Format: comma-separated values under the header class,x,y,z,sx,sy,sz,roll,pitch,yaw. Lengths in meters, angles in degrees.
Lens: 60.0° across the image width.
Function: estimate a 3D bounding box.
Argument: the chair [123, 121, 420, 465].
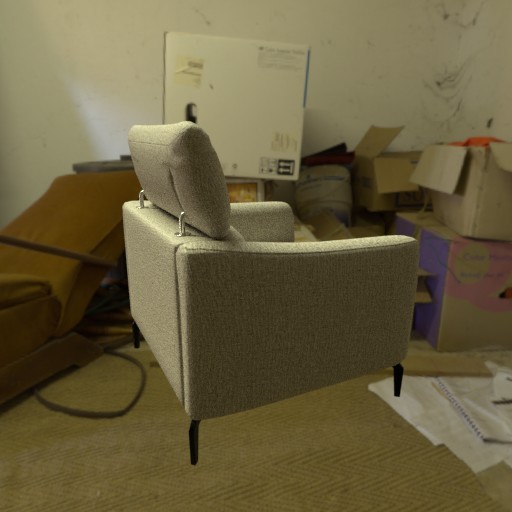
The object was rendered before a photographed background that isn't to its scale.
class,x,y,z,sx,sy,sz,roll,pitch,yaw
chair,0.000,0.000,1.699,0.835,0.967,0.972,-8,17,-25
